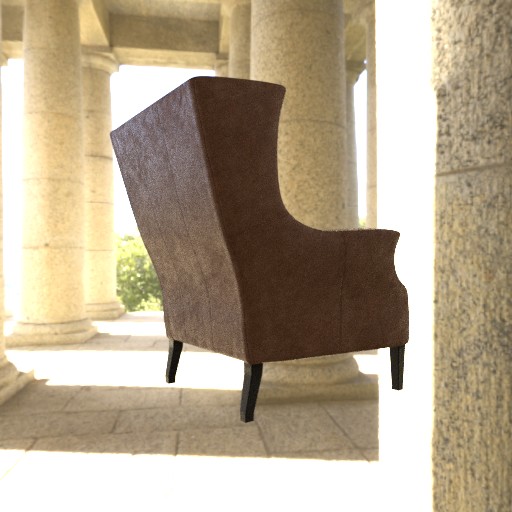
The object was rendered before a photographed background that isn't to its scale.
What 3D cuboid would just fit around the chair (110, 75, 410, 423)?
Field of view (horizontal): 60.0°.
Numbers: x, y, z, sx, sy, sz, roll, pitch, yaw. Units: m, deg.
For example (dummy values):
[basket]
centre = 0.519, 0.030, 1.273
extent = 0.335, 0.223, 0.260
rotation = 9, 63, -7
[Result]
[chair]
centre = 0.000, 0.000, 1.716
extent = 0.926, 1.016, 0.853
rotation = 0, -1, -37
